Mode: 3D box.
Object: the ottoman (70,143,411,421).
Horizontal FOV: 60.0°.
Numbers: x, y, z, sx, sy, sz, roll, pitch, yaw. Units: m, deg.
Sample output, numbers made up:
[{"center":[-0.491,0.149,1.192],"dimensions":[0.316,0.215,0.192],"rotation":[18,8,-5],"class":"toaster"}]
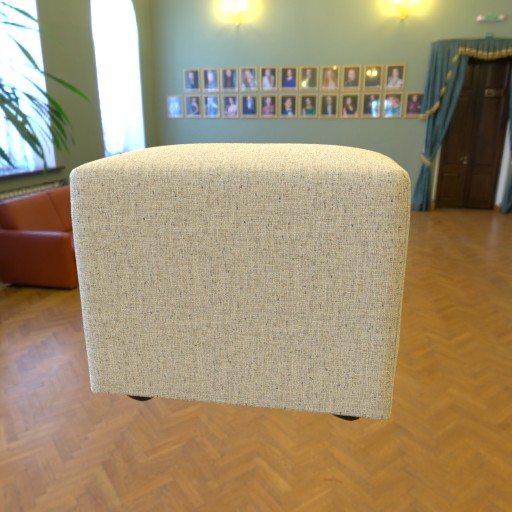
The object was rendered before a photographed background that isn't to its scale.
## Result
[{"center":[0.000,0.000,0.921],"dimensions":[0.521,0.453,0.512],"rotation":[2,16,8],"class":"ottoman"}]
